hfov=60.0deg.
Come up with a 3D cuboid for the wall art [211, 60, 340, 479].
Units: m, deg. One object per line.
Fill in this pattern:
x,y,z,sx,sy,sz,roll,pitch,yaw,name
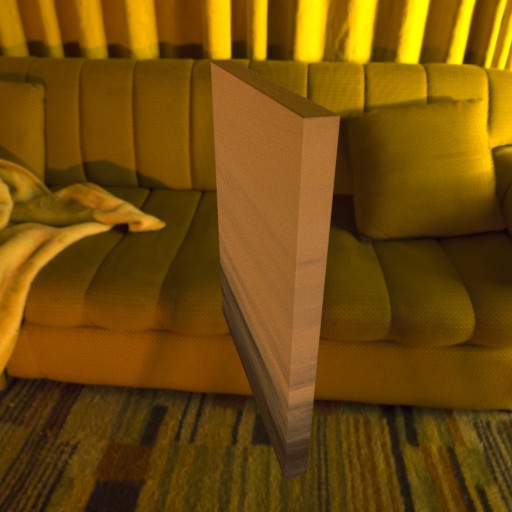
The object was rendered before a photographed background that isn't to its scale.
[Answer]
0.000,0.000,0.814,0.040,0.608,0.489,-8,31,-14,wall art
